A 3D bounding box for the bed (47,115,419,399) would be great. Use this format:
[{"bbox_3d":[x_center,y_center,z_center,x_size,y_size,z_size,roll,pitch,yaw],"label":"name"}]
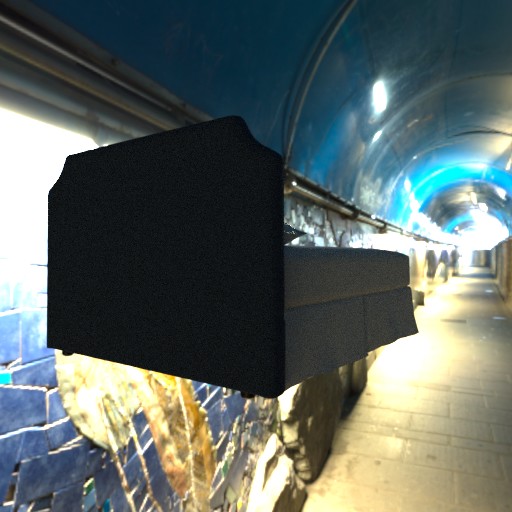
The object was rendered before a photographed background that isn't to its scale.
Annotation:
[{"bbox_3d":[0.000,0.000,3.309,1.831,1.297,2.260,0,0,36],"label":"bed"}]
